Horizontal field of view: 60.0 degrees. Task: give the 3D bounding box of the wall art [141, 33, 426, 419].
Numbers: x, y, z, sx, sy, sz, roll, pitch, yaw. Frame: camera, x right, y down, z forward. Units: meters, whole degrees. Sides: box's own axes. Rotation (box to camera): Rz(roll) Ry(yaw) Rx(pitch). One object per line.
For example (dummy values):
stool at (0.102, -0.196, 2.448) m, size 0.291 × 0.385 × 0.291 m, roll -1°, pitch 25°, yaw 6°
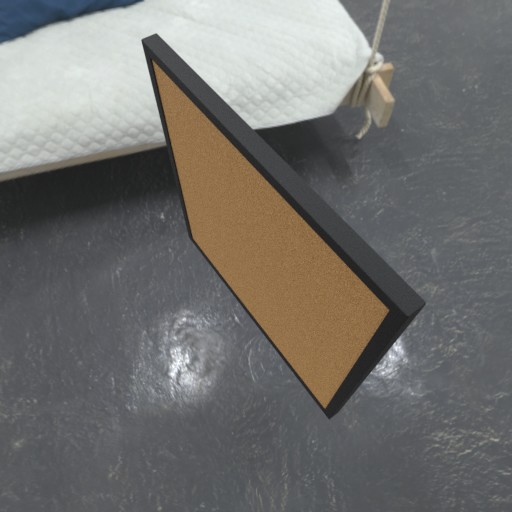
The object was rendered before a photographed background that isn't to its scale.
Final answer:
wall art at (0.000, 0.000, 1.098) m, size 0.037 × 0.763 × 0.763 m, roll -32°, pitch 65°, yaw -17°
